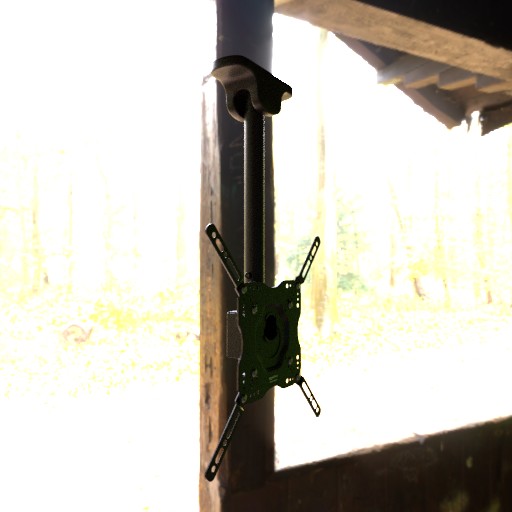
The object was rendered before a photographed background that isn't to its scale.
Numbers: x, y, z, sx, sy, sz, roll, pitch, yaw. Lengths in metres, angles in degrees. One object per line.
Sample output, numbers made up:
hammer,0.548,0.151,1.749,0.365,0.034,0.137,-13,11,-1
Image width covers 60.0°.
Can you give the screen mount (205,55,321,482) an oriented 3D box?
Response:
screen mount,0.000,0.000,0.892,0.090,0.729,0.393,-1,-2,35
